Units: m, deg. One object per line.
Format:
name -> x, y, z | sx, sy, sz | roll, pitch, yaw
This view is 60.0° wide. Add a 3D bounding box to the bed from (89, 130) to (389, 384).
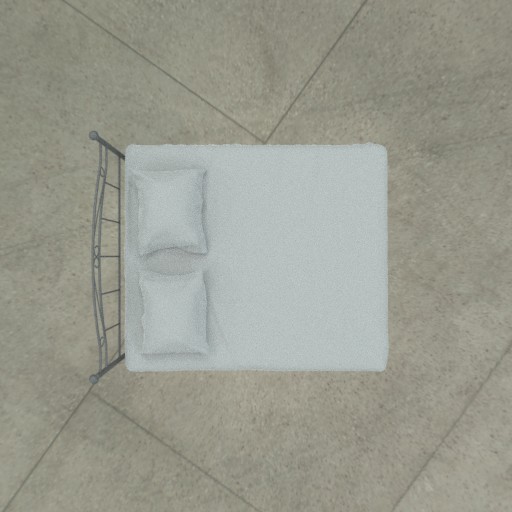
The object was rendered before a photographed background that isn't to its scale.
bed -> 0.000, 0.000, 3.391 | 2.215, 1.080, 1.936 | 0, 90, 0
